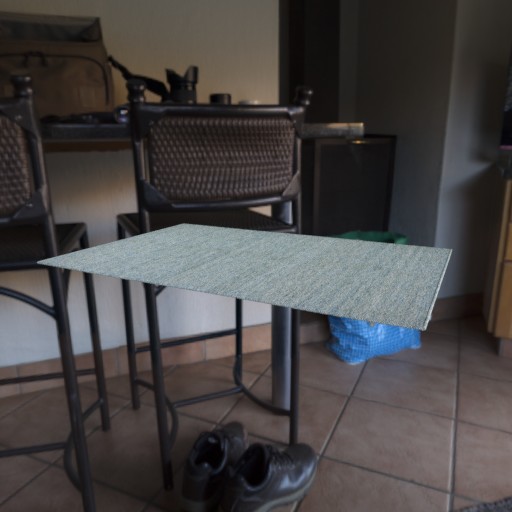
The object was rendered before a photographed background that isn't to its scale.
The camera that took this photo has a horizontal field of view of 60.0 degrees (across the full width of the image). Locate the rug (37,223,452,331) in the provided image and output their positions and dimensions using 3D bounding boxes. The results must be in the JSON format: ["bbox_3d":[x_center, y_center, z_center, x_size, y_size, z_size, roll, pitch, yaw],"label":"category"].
[{"bbox_3d":[0.000,0.000,2.920,2.283,0.013,1.547,7,16,26],"label":"rug"}]
